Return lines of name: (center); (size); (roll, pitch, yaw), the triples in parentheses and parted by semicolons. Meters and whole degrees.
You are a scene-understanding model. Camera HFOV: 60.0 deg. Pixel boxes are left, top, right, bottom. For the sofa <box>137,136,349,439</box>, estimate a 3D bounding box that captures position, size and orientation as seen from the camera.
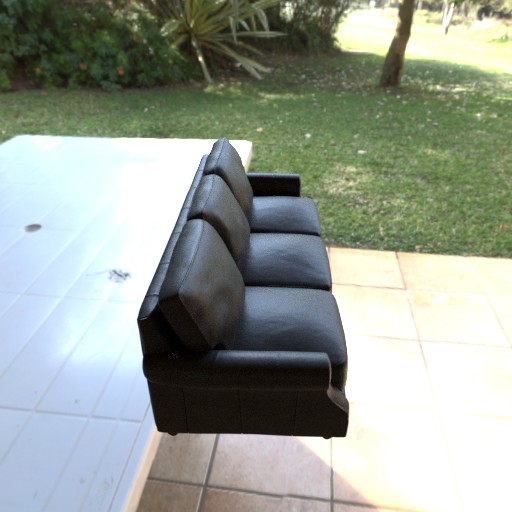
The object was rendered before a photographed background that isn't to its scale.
sofa: (0.000, 0.000, 2.939); (0.974, 0.977, 2.387); (1, 31, 1)
